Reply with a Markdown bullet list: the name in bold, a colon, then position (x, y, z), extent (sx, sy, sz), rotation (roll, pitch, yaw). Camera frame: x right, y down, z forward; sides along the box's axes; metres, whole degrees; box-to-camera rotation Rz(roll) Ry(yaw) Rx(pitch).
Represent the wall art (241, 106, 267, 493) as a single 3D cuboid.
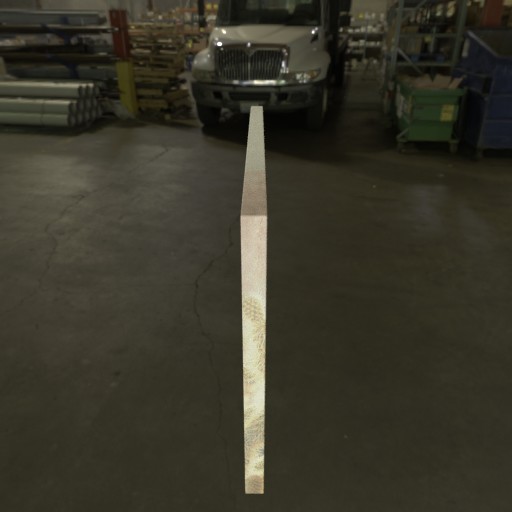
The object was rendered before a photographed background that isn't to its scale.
- **wall art**: position (0.000, 0.000, 1.163), extent (0.040, 0.608, 0.916), rotation (0, 28, 0)
